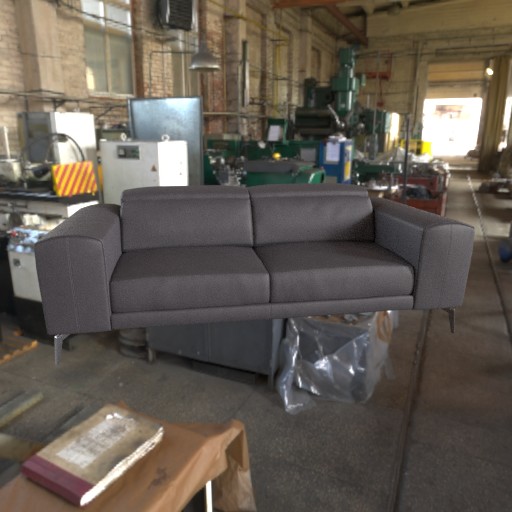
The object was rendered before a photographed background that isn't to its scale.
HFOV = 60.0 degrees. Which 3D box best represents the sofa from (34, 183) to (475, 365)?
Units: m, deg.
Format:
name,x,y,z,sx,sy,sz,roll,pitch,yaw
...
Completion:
name,x,y,z,sx,sy,sz,roll,pitch,yaw
sofa,0.000,0.000,2.813,2.330,0.814,1.048,-3,15,-9
